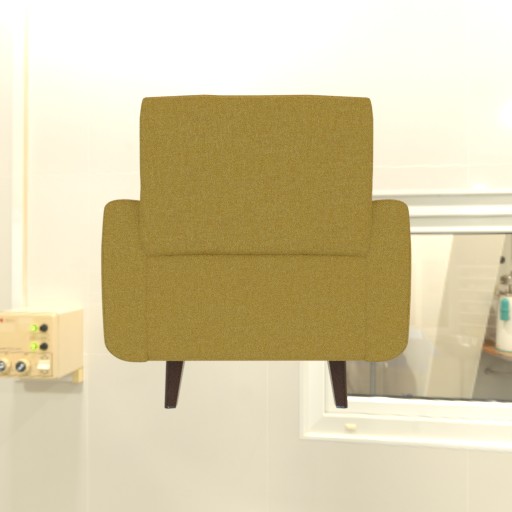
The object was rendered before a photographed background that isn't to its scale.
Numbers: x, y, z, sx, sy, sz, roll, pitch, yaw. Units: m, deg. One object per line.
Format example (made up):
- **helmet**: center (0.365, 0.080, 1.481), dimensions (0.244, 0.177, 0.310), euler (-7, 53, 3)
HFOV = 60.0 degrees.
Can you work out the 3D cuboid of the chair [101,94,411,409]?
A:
- **chair**: center (0.000, 0.000, 1.552), dimensions (0.831, 0.841, 0.909), euler (0, 0, 0)
